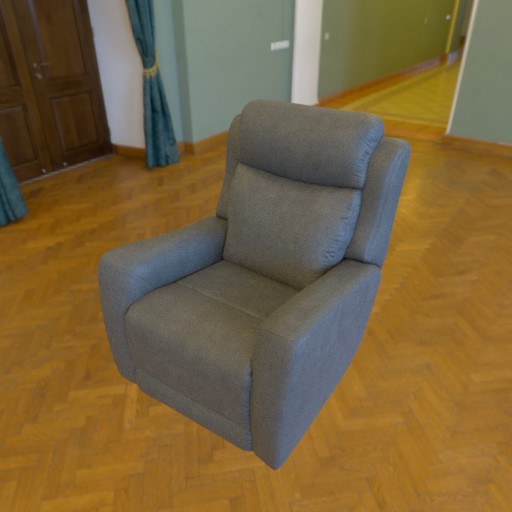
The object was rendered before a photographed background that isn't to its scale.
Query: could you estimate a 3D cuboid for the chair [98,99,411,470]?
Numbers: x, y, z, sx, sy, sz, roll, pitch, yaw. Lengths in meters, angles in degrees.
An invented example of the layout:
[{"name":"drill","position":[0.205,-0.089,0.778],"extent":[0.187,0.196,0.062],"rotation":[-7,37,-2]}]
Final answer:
[{"name":"chair","position":[0.000,0.000,1.933],"extent":[0.967,1.116,1.068],"rotation":[20,36,29]}]
